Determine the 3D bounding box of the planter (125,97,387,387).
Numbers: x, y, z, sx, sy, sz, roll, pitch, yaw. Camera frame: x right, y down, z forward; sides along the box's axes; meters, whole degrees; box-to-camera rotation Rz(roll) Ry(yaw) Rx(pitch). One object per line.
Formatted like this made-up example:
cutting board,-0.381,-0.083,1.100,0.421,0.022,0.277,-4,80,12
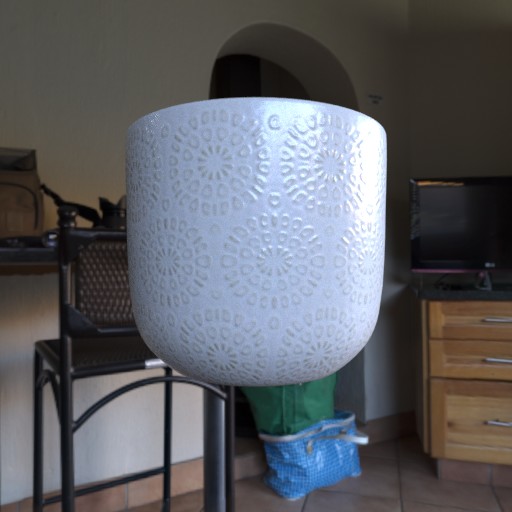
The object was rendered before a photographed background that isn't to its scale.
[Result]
planter,0.000,0.000,0.299,0.170,0.152,0.170,0,-2,0
